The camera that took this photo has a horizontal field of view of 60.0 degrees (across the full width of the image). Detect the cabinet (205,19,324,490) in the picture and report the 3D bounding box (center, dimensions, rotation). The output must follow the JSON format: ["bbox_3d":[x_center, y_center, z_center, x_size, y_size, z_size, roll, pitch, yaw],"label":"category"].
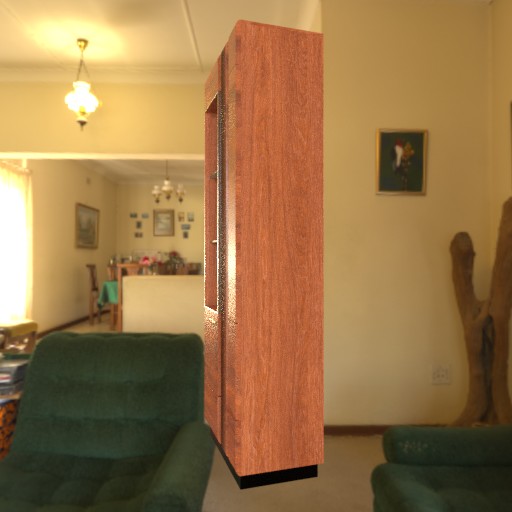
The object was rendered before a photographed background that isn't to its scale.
[{"bbox_3d":[0.000,0.000,2.222,0.420,1.980,0.660,0,0,-18],"label":"cabinet"}]
